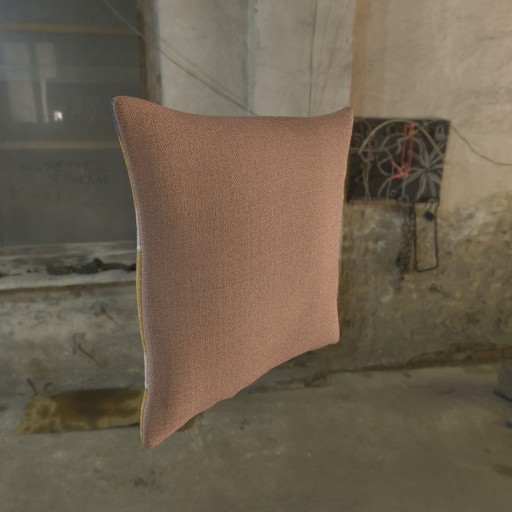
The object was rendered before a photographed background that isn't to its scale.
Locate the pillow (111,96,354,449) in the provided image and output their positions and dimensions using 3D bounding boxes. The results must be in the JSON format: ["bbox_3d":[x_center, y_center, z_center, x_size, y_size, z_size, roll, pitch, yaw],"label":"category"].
[{"bbox_3d":[0.000,0.000,0.730,0.158,0.479,0.478,16,23,43],"label":"pillow"}]
